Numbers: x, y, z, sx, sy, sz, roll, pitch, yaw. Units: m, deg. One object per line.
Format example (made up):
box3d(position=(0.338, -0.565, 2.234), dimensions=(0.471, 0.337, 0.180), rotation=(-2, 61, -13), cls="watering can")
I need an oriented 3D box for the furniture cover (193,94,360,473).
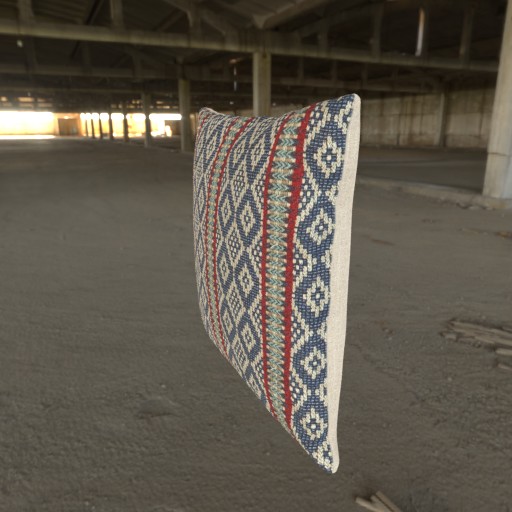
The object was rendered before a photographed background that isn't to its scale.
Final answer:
box3d(position=(0.000, 0.000, 0.656), dimensions=(0.139, 0.431, 0.431), rotation=(-8, 18, -25), cls="furniture cover")
